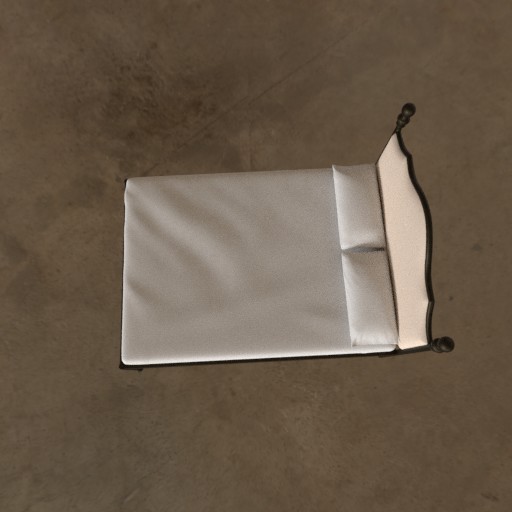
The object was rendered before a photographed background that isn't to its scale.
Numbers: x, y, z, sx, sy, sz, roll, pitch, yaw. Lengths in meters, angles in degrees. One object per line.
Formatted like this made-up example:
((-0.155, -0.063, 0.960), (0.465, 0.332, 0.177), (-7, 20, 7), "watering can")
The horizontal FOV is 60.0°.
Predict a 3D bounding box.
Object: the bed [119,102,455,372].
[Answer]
((0.000, 0.000, 3.432), (2.224, 1.499, 1.642), (-3, 75, -1), "bed")
